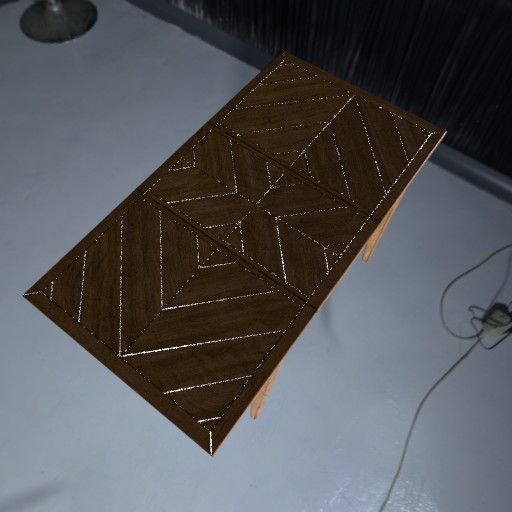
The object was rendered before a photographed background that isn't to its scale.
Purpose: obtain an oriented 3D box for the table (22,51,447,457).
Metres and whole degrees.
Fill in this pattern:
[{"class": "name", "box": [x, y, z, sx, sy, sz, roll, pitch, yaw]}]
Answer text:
[{"class": "table", "box": [0.000, 0.000, 1.857, 0.757, 0.760, 1.400, 33, 67, 16]}]
